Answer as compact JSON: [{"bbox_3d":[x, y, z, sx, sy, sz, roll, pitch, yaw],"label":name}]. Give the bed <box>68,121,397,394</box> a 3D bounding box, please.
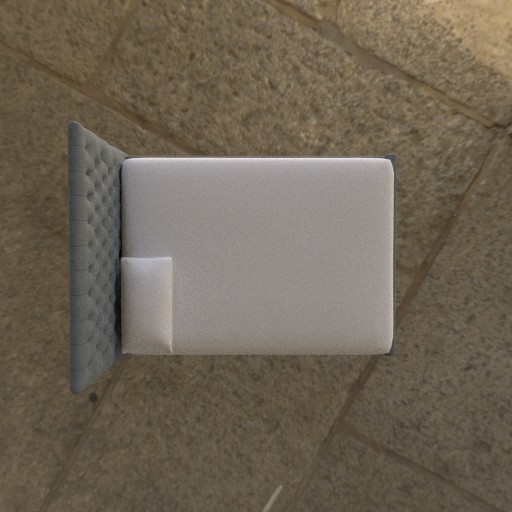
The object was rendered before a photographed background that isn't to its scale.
[{"bbox_3d":[0.000,0.000,3.416,2.335,1.411,1.698,0,91,0],"label":"bed"}]
